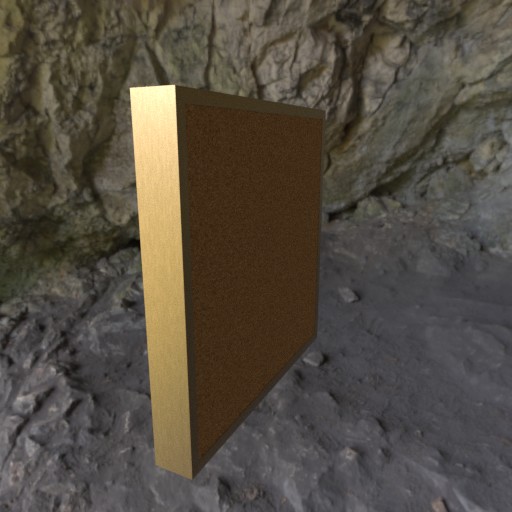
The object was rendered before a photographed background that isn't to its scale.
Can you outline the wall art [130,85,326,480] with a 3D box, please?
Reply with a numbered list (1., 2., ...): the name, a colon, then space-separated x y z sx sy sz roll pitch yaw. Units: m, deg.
1. wall art: 0.000 0.000 0.464 0.038 0.305 0.304 7 17 26
